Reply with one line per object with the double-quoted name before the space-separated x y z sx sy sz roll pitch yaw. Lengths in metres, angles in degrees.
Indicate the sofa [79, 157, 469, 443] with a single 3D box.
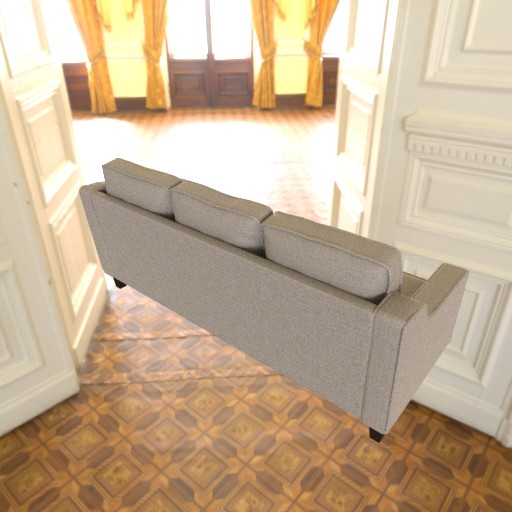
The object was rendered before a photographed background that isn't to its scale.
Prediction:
"sofa" 0.000 0.000 2.605 2.129 0.950 0.899 22 37 34
